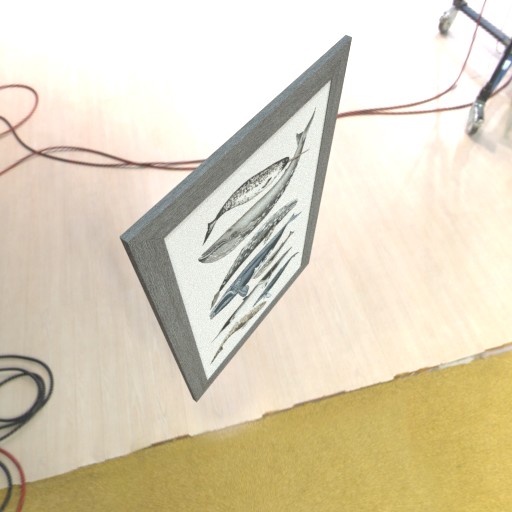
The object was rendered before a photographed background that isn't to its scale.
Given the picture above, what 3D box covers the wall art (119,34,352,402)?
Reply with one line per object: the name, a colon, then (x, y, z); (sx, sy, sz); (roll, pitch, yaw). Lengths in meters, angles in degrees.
wall art: (0.000, 0.000, 1.386); (0.020, 1.070, 0.768); (32, 63, 19)
